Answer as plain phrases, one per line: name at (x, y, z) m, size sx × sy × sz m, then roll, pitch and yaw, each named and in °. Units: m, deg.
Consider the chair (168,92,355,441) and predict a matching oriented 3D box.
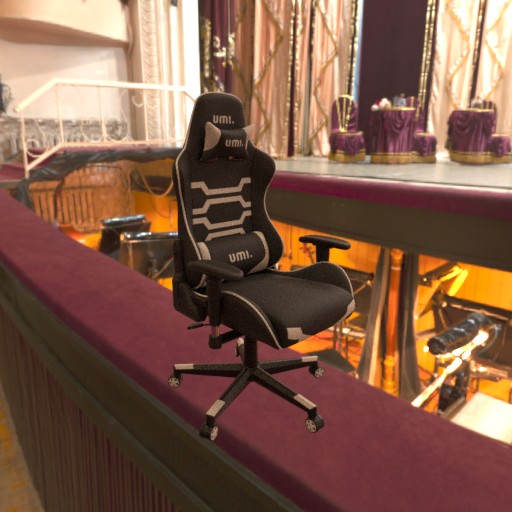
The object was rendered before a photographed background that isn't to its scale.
chair at (0.000, 0.000, 1.739) m, size 0.700 × 1.240 × 0.700 m, roll -14°, pitch 20°, yaw -43°
